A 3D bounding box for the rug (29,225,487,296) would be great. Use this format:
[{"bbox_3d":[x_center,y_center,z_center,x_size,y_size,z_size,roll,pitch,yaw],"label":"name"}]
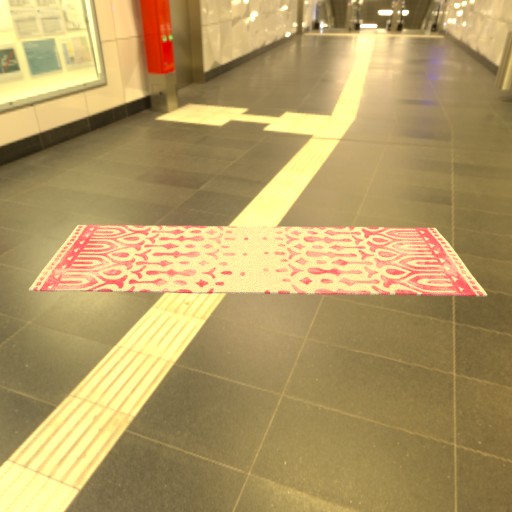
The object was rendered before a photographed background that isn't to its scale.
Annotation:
[{"bbox_3d":[0.000,0.000,2.688,2.458,0.011,0.787,1,31,1],"label":"rug"}]
